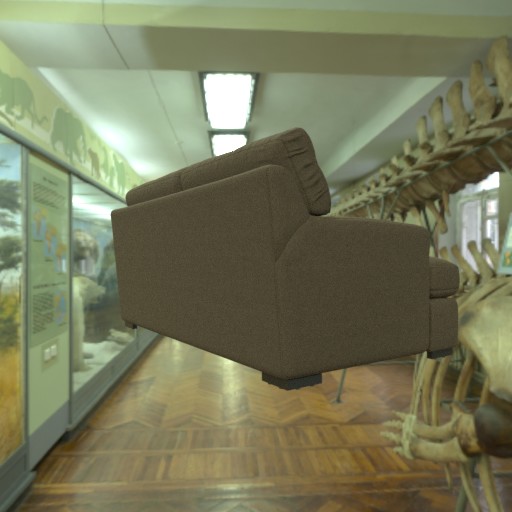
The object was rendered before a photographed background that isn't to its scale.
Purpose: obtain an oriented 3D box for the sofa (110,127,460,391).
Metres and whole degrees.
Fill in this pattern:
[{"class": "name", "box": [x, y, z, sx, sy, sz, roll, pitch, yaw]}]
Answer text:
[{"class": "sofa", "box": [0.000, 0.000, 2.527, 1.140, 0.950, 1.869, 0, 0, -34]}]
